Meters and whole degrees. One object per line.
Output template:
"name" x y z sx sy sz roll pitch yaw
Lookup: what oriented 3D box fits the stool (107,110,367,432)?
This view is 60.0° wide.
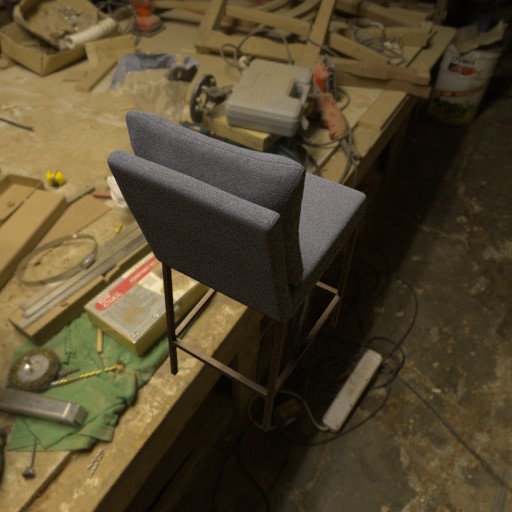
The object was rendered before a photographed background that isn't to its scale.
"stool" 0.000 0.000 1.370 0.463 1.031 0.569 24 51 22
